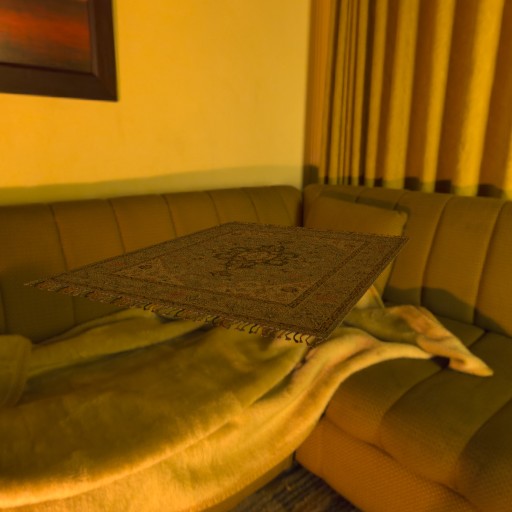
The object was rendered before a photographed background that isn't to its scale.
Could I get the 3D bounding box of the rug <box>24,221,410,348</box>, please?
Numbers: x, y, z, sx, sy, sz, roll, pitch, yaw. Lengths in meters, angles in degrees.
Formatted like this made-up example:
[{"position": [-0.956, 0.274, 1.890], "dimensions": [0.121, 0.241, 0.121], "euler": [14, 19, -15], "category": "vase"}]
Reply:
[{"position": [0.000, 0.000, 3.501], "dimensions": [1.971, 0.010, 2.651], "euler": [7, 16, 26], "category": "rug"}]
